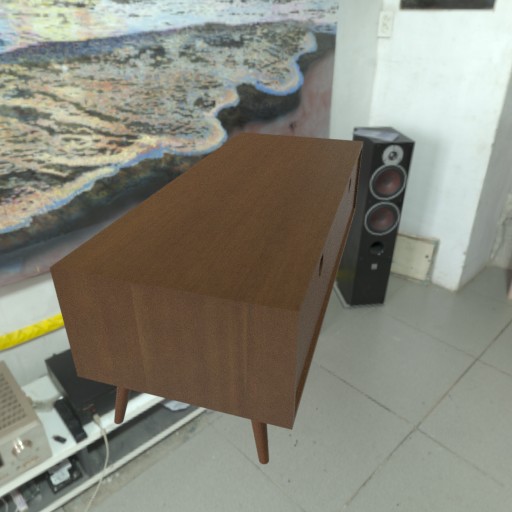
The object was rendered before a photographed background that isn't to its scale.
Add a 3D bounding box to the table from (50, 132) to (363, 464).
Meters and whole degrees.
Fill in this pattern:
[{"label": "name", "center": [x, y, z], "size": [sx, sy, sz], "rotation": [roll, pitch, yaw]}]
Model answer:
[{"label": "table", "center": [0.000, 0.000, 1.355], "size": [0.490, 0.464, 1.119], "rotation": [8, 30, 15]}]
